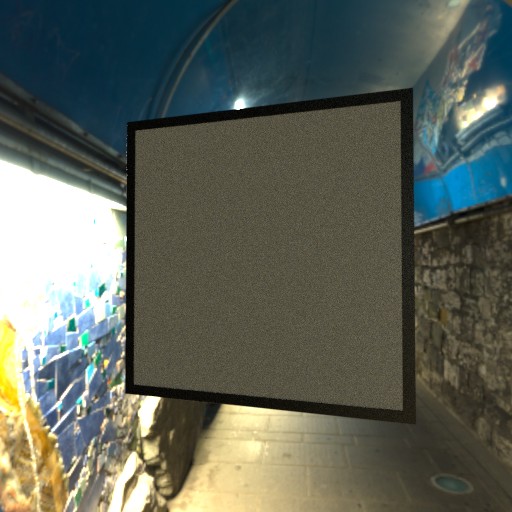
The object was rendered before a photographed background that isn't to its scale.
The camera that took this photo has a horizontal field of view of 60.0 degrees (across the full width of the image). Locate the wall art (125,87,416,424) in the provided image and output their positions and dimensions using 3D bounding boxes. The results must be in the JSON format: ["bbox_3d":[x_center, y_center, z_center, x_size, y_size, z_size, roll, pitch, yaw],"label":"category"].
[{"bbox_3d":[0.000,0.000,1.199,0.807,0.807,0.022,0,-1,18],"label":"wall art"}]
